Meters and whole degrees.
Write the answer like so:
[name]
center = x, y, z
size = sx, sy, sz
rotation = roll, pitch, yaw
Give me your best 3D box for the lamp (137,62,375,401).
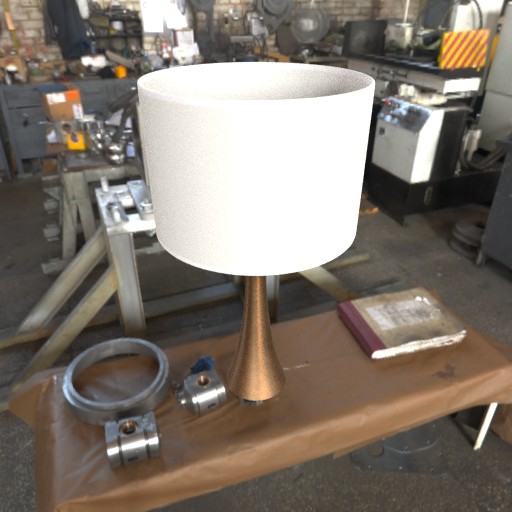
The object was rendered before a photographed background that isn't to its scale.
[lamp]
center = 0.000, 0.000, 0.632
size = 0.268, 0.479, 0.268
rotation = 20, 36, 30
